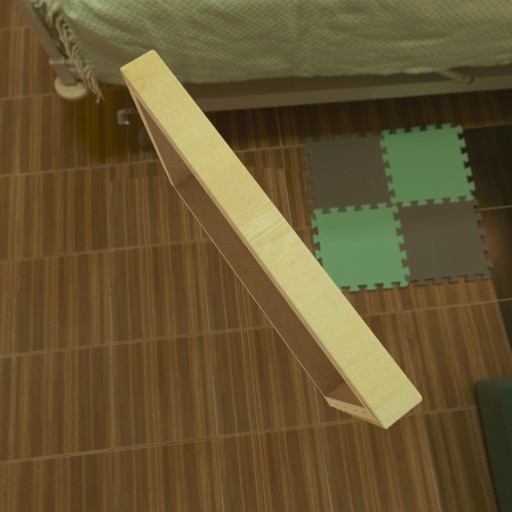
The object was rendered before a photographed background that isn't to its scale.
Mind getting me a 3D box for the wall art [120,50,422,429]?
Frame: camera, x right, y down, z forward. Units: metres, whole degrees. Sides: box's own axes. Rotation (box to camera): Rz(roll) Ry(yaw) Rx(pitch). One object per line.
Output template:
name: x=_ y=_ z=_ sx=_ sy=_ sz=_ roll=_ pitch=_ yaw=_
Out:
wall art: x=0.000 y=0.000 z=0.491 sx=0.037 sy=0.251 sz=0.383 roll=-34 pitch=77 yaw=-9
